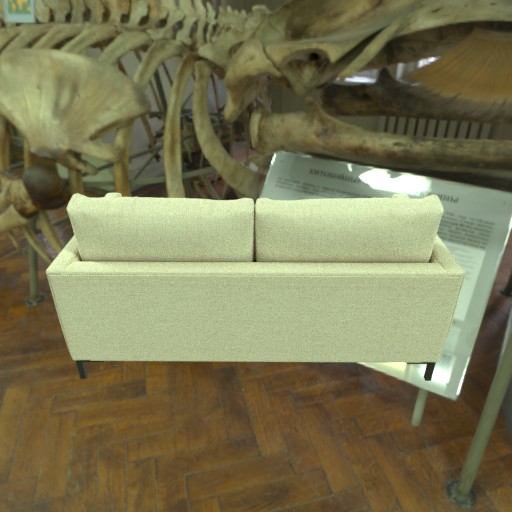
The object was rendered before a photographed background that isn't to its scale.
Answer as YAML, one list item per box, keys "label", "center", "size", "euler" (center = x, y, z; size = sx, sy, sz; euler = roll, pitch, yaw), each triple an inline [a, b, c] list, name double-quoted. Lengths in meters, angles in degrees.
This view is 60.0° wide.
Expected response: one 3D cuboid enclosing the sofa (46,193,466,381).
- label: "sofa"
  center: [0.000, 0.000, 2.139]
  size: [1.651, 0.812, 0.839]
  euler: [0, 30, 0]
